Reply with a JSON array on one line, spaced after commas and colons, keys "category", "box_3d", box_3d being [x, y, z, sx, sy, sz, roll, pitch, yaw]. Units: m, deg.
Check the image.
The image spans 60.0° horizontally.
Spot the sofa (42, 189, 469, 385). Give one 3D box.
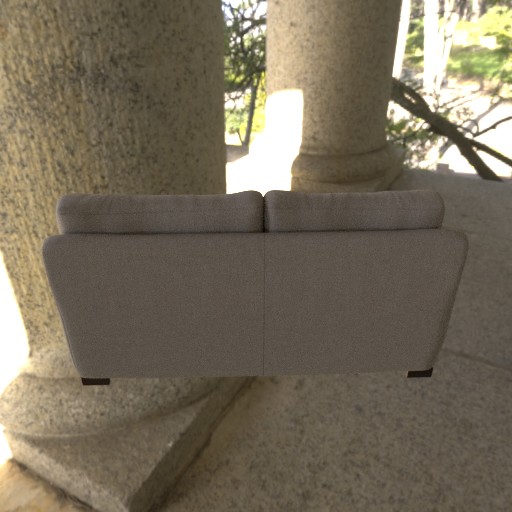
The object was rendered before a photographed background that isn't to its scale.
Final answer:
[{"category": "sofa", "box_3d": [0.000, 0.000, 2.433, 1.855, 0.980, 0.962, -1, 29, -2]}]
